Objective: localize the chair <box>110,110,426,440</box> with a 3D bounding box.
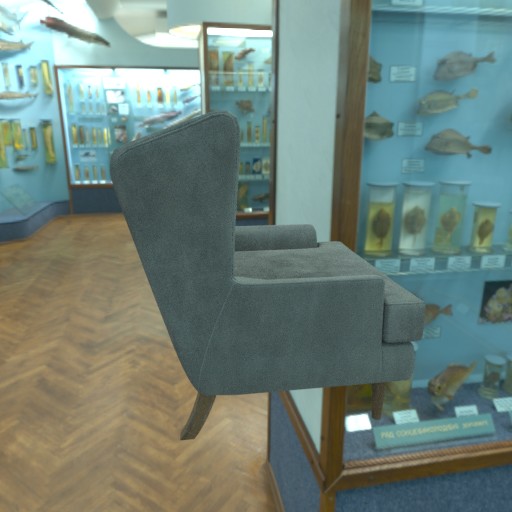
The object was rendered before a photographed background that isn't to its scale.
[{"bbox_3d":[0.000,0.000,1.571,0.906,0.950,0.784,-2,16,-8],"label":"chair"}]
